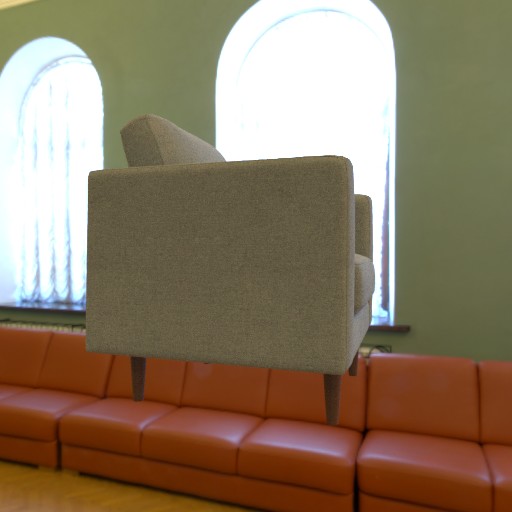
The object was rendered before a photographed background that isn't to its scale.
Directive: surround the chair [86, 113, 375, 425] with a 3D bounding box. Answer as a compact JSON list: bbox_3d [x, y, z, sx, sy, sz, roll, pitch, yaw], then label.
[{"bbox_3d":[0.000,0.000,1.575,0.800,0.927,0.855,0,0,18],"label":"chair"}]
